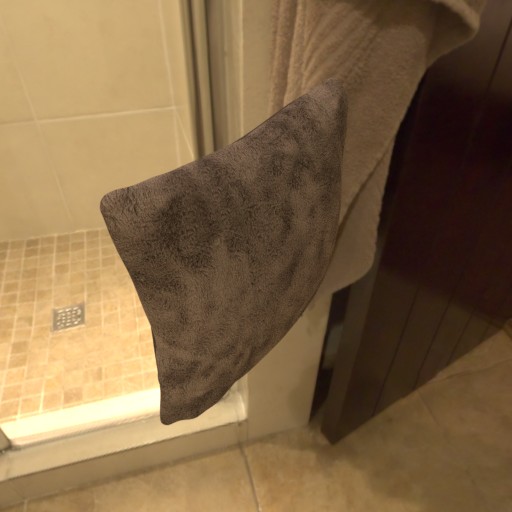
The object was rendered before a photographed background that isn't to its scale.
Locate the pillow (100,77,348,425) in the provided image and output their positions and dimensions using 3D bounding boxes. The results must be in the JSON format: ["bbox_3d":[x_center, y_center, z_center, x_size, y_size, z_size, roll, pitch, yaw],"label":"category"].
[{"bbox_3d":[0.000,0.000,0.803,0.204,0.520,0.522,27,48,27],"label":"pillow"}]
